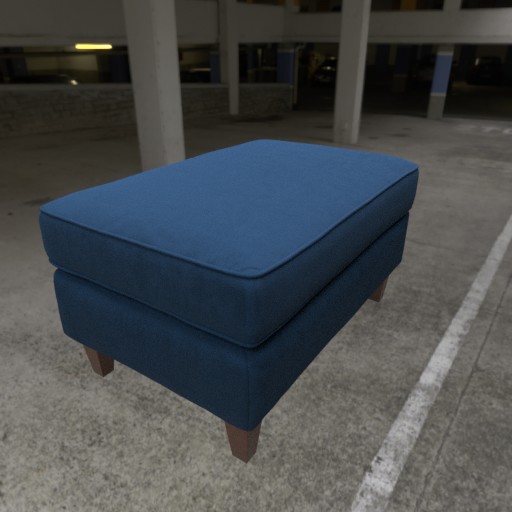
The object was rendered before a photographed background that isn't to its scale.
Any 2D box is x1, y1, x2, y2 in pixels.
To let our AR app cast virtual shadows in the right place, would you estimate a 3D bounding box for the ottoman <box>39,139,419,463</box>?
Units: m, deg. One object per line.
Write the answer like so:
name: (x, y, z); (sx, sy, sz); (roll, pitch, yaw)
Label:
ottoman: (0.000, 0.000, 1.184); (0.583, 0.484, 0.862); (17, 31, 31)
